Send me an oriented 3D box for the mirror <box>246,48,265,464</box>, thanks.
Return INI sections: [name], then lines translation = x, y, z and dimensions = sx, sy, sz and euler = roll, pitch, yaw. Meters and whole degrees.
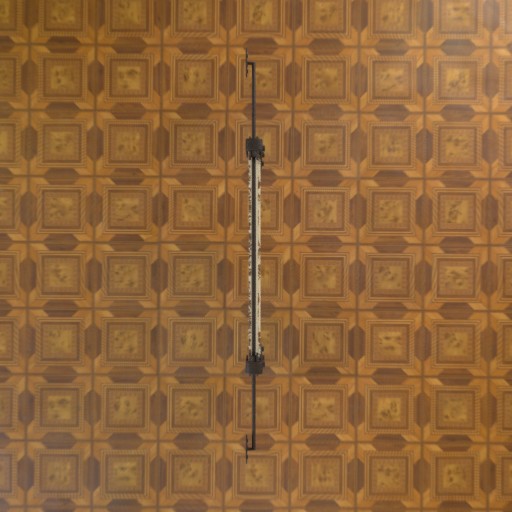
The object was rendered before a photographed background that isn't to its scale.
[mirror]
translation = 0.000, 0.000, 1.234
dimensions = 0.037, 0.844, 0.808
euler = 0, 90, 0
